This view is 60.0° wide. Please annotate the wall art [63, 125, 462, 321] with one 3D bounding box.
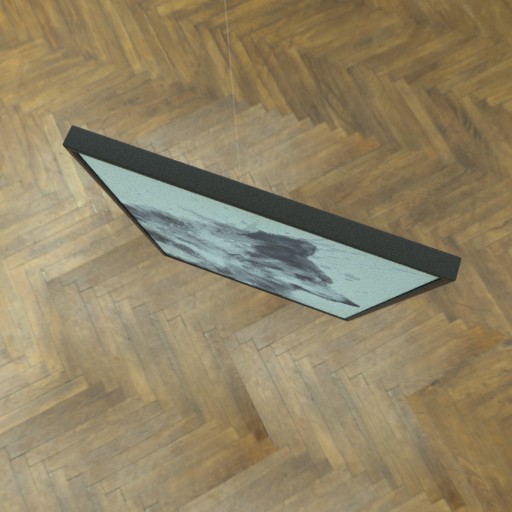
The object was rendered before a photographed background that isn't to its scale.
[{"bbox_3d":[0.000,0.000,0.749,0.451,0.551,0.028,19,78,4],"label":"wall art"}]
